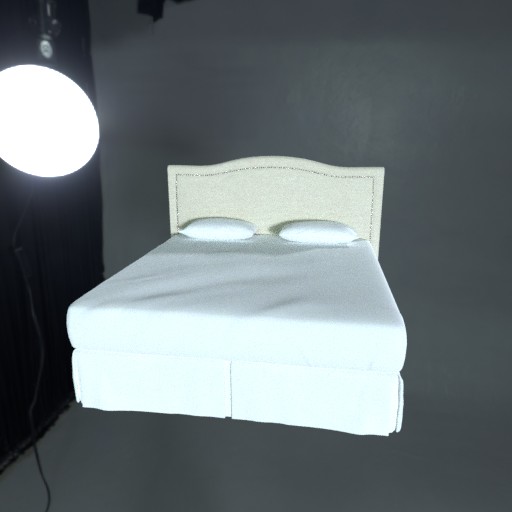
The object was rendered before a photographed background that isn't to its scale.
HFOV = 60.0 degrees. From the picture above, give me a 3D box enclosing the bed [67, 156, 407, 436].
[{"bbox_3d":[0.000,0.000,3.407,2.083,1.421,2.182,2,15,8],"label":"bed"}]
